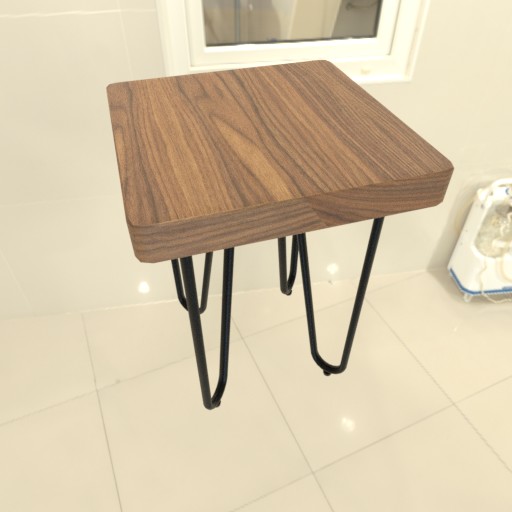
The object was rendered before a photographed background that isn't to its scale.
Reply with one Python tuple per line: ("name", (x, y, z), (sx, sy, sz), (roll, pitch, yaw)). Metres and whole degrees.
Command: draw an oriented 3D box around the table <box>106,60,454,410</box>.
("table", (0.000, 0.000, 0.981), (0.479, 0.641, 0.480), (-12, 44, -13))
